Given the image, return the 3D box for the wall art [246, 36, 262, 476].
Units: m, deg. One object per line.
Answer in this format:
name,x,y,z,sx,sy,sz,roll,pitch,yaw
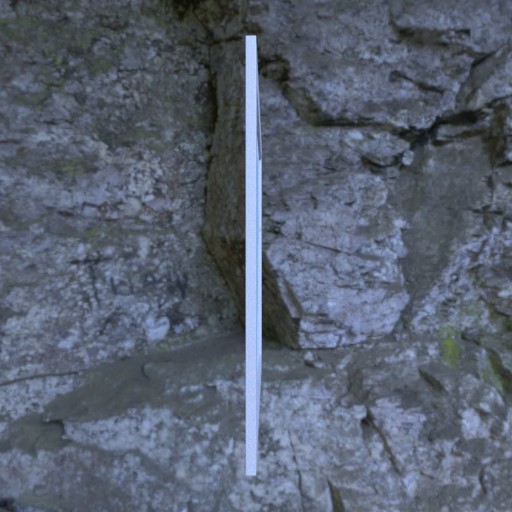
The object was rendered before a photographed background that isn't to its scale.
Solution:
wall art,0.000,0.000,0.866,0.015,0.577,0.572,0,0,1
